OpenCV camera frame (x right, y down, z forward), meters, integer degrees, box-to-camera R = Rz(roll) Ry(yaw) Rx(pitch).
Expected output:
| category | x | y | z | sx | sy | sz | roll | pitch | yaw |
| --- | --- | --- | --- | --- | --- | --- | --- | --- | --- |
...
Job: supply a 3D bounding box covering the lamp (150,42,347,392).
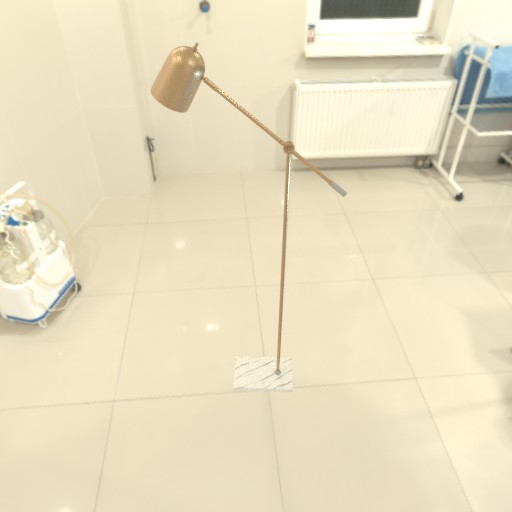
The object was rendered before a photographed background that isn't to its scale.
| category | x | y | z | sx | sy | sz | roll | pitch | yaw |
| --- | --- | --- | --- | --- | --- | --- | --- | --- | --- |
| lamp | 0.000 | 0.000 | 1.788 | 0.653 | 1.594 | 0.194 | 1 | 39 | 2 |
